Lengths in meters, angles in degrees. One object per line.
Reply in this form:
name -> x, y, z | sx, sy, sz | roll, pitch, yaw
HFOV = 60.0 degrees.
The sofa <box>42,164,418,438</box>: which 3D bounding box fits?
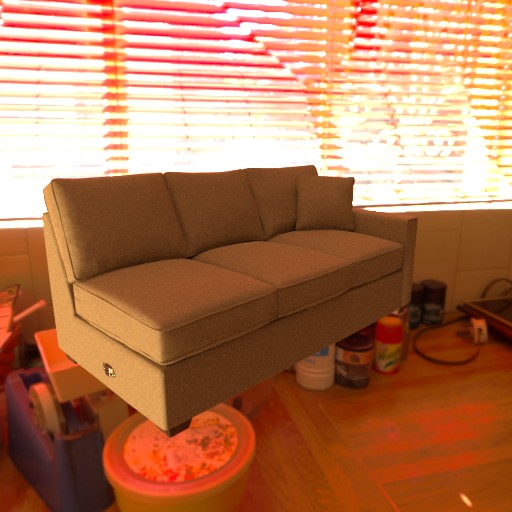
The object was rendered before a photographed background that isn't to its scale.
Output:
sofa -> 0.000, 0.000, 2.522 | 1.963, 0.946, 1.034 | -14, 20, -43
